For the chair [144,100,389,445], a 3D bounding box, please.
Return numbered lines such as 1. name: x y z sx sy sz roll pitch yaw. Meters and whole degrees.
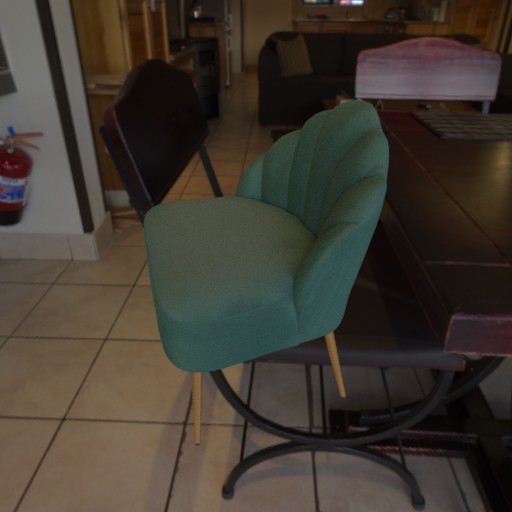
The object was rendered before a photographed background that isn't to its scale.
1. chair: 0.000 0.000 1.262 0.599 0.819 0.657 -8 29 -14
